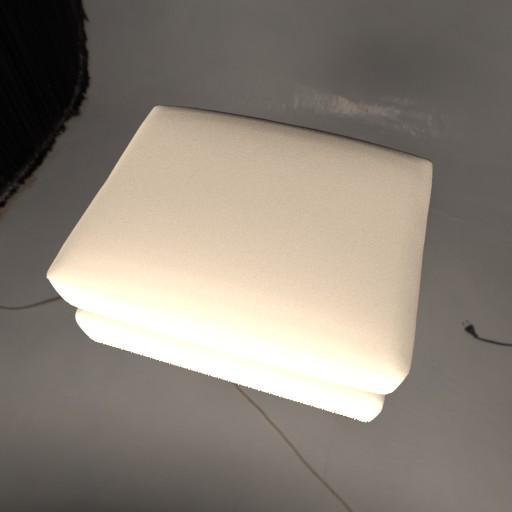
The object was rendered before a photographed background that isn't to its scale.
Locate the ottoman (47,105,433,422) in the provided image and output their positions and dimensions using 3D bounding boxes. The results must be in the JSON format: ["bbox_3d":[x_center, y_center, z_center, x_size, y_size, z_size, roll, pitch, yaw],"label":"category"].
[{"bbox_3d":[0.000,0.000,1.134,0.741,0.513,0.584,14,58,9],"label":"ottoman"}]
